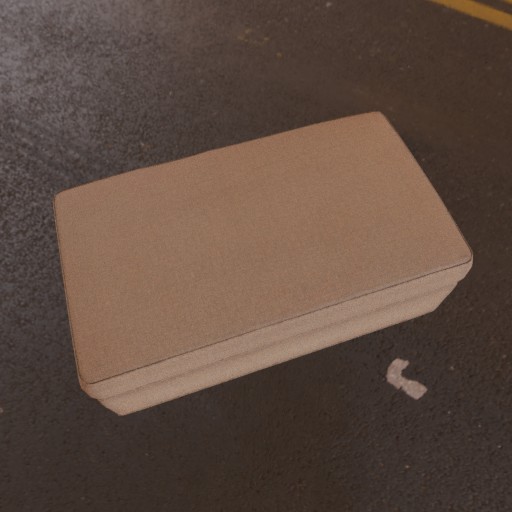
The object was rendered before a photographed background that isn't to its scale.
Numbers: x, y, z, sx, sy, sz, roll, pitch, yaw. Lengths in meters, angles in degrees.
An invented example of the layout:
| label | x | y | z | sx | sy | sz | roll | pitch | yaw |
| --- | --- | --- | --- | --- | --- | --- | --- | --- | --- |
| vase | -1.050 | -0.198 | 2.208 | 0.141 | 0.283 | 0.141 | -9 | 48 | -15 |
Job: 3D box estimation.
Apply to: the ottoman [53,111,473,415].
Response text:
| label | x | y | z | sx | sy | sz | roll | pitch | yaw |
| --- | --- | --- | --- | --- | --- | --- | --- | --- | --- |
| ottoman | 0.000 | 0.000 | 1.410 | 1.097 | 0.448 | 0.617 | -17 | 63 | -9 |
